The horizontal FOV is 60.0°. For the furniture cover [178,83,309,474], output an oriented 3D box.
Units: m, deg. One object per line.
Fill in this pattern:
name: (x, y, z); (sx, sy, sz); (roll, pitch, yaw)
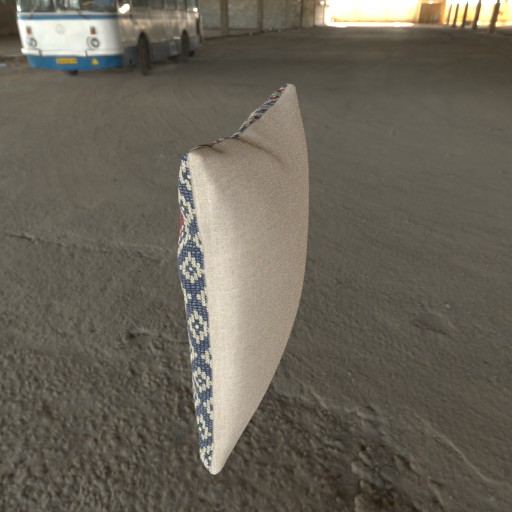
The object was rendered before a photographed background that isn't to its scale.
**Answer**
furniture cover: (0.000, 0.000, 0.662); (0.139, 0.431, 0.431); (8, 30, 14)
